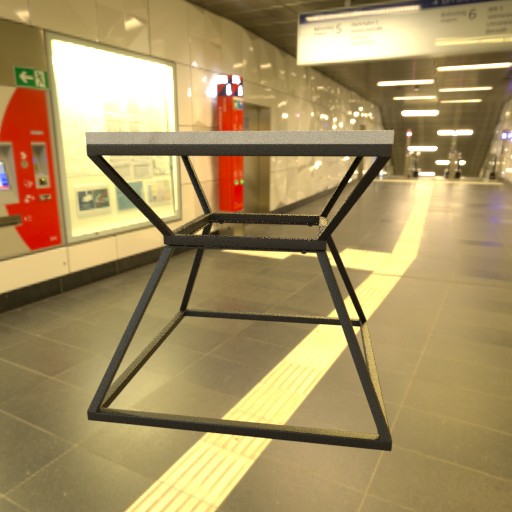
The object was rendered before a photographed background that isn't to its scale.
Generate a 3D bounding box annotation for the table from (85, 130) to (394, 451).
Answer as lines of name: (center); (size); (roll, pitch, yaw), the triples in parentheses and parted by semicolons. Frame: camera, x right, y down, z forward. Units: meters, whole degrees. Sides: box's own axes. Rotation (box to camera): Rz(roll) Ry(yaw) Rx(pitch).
table: (0.000, 0.000, 0.816); (0.455, 0.431, 0.455); (2, 14, 9)
